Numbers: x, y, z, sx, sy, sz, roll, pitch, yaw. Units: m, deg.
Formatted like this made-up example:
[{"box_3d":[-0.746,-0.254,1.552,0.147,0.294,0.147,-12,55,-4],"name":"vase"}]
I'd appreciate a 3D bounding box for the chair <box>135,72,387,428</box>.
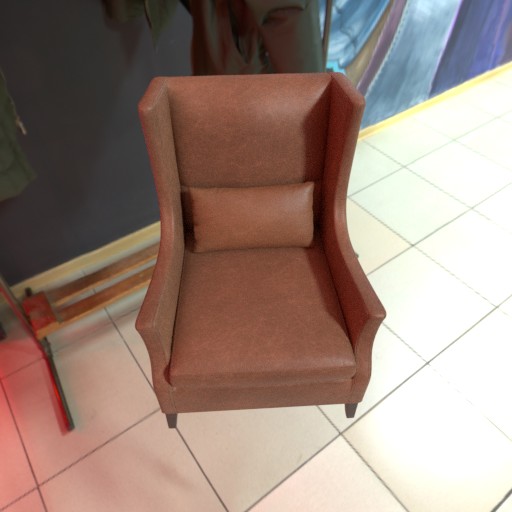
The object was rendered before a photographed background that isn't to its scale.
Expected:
[{"box_3d":[0.000,0.000,1.702,0.815,1.088,0.913,-2,48,-2],"name":"chair"}]
